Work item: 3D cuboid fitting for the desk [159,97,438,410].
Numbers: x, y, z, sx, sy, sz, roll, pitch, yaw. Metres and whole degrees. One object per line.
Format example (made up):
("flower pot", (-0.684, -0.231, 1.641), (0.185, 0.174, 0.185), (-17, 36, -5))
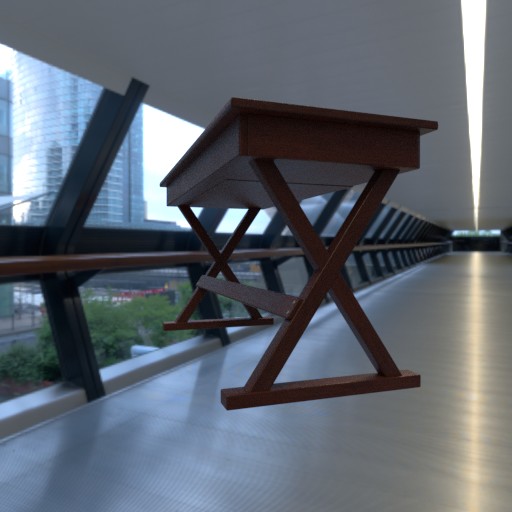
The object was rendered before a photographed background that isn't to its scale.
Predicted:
("desk", (0.000, 0.000, 1.788), (0.600, 0.761, 1.372), (0, 1, -19))
